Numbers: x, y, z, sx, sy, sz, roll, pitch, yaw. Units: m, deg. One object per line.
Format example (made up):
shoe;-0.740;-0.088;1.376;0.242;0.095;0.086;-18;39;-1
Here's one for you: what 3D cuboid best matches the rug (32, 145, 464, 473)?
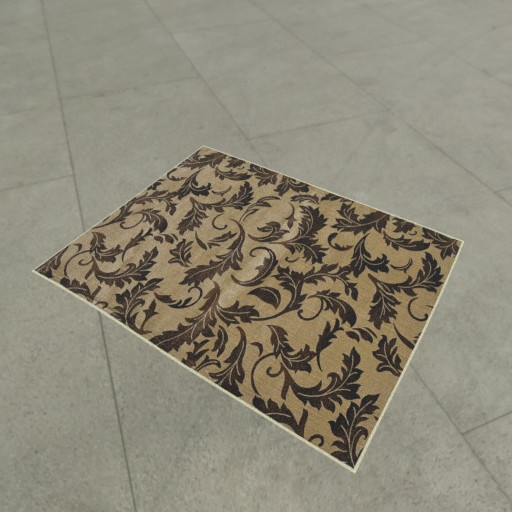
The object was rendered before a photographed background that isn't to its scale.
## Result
rug;0.000;0.000;3.866;2.977;0.008;2.380;25;50;22
